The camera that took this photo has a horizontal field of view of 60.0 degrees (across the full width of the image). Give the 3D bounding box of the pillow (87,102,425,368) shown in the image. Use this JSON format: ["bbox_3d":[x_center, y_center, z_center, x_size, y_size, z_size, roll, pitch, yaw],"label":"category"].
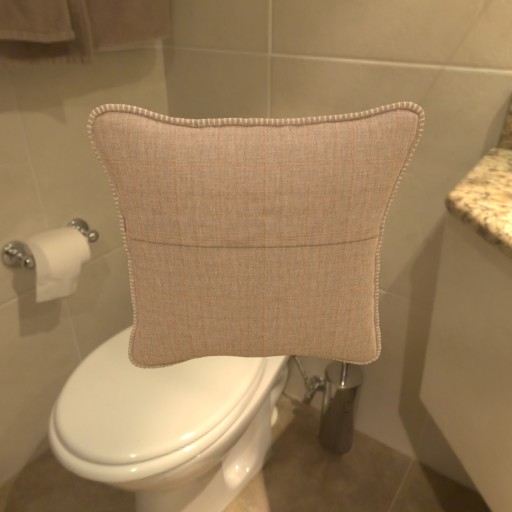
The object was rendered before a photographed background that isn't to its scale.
[{"bbox_3d":[0.000,0.000,0.743,0.485,0.494,0.124,-1,30,-1],"label":"pillow"}]
